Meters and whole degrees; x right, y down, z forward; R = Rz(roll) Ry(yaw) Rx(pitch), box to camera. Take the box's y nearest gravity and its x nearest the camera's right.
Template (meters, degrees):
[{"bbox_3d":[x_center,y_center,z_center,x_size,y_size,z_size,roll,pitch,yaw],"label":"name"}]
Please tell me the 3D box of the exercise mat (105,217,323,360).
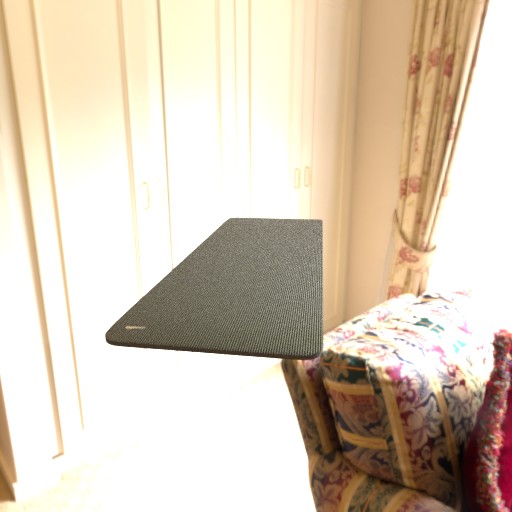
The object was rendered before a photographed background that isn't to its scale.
[{"bbox_3d":[0.000,0.000,2.061,0.616,0.021,1.869,2,16,8],"label":"exercise mat"}]
